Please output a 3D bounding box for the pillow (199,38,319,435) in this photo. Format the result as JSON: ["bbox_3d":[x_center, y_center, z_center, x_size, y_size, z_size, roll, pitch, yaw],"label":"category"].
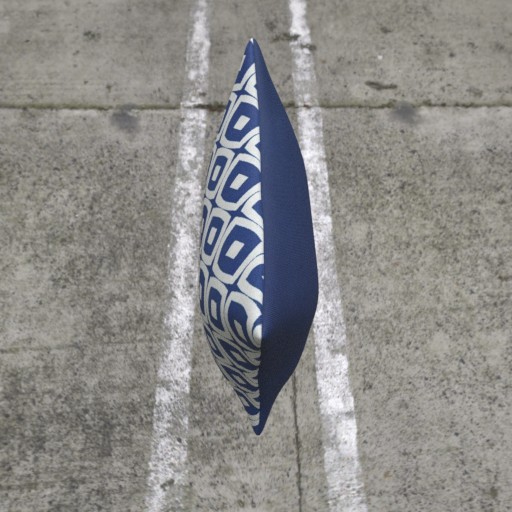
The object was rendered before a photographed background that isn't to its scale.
[{"bbox_3d":[0.000,0.000,0.767,0.188,0.494,0.504,-1,57,-1],"label":"pillow"}]
